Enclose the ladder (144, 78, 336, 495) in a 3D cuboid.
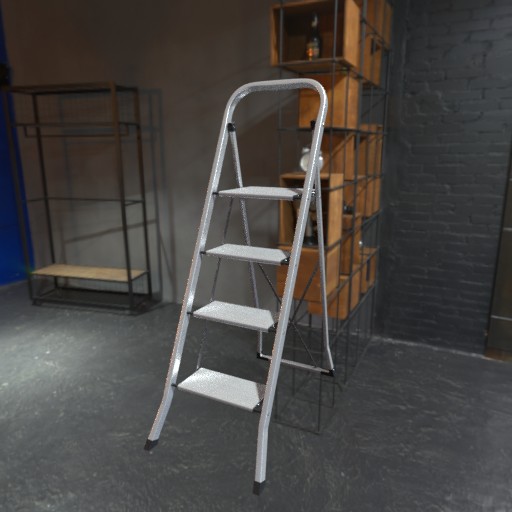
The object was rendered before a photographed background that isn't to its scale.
[{"bbox_3d":[0.000,0.000,1.673,0.465,1.290,0.830,7,15,27],"label":"ladder"}]
